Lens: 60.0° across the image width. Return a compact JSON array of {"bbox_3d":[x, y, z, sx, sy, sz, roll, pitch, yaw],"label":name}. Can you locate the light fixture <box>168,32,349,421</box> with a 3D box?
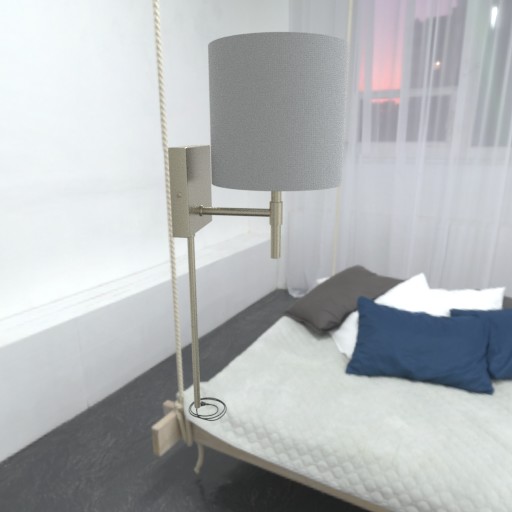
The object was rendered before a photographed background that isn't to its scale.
[{"bbox_3d":[0.000,0.000,0.683,0.248,0.589,0.188,3,16,9],"label":"light fixture"}]
